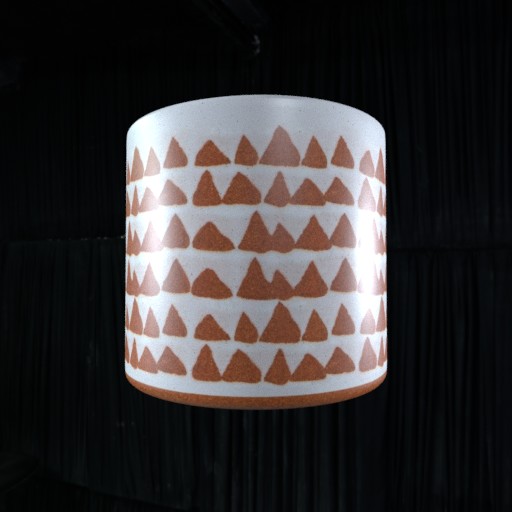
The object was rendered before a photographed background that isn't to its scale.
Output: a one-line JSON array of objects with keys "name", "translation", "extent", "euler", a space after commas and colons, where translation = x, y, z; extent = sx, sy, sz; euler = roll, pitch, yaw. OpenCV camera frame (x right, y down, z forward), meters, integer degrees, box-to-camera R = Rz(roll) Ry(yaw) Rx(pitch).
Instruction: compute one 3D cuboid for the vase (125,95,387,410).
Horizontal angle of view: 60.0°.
[{"name": "vase", "translation": [0.000, 0.000, 0.243], "extent": [0.137, 0.127, 0.137], "euler": [0, -2, 0]}]
